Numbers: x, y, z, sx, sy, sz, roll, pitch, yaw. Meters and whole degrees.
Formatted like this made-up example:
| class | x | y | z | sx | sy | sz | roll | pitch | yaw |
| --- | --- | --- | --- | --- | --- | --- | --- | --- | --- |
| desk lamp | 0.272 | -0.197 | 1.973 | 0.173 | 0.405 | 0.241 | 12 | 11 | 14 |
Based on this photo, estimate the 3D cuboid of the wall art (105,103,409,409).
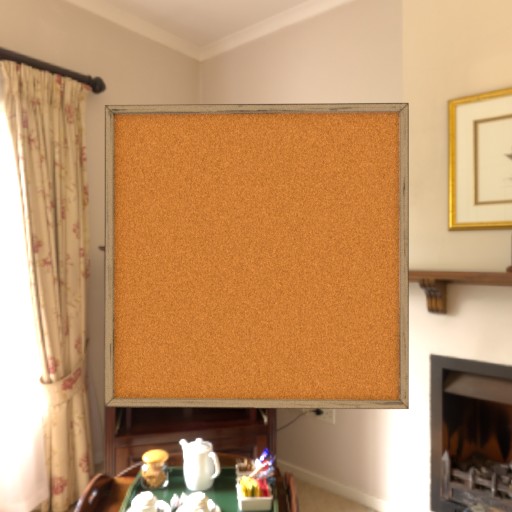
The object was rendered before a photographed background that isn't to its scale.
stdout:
| class | x | y | z | sx | sy | sz | roll | pitch | yaw |
| --- | --- | --- | --- | --- | --- | --- | --- | --- | --- |
| wall art | 0.000 | 0.000 | 0.460 | 0.303 | 0.303 | 0.036 | 0 | 0 | 1 |
